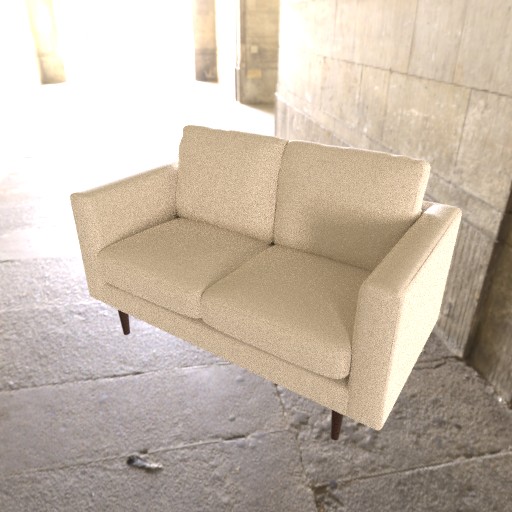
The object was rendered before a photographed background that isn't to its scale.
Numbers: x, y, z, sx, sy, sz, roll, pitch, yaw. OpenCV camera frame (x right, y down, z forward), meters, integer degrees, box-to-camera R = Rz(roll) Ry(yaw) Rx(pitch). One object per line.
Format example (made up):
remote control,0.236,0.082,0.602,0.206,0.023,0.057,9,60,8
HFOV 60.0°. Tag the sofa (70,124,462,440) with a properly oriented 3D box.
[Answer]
sofa,0.000,0.000,1.898,1.430,0.908,0.796,17,32,29
